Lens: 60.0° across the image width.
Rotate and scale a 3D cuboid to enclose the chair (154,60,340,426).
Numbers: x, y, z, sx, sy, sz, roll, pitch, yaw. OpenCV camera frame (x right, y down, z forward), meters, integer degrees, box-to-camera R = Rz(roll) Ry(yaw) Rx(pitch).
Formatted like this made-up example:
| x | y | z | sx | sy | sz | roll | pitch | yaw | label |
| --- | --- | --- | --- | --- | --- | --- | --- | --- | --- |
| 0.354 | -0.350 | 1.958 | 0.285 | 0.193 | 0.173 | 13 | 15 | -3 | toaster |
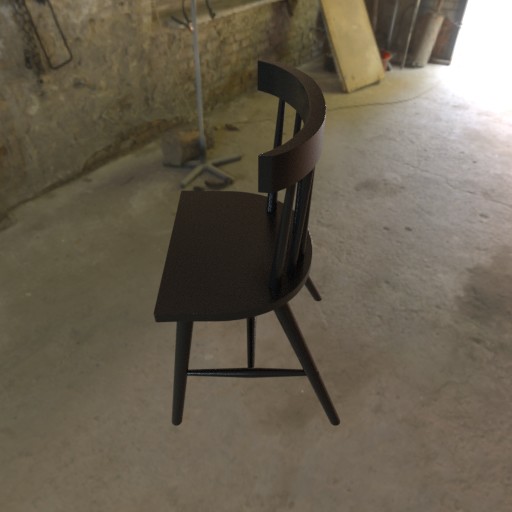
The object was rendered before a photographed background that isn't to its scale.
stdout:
| x | y | z | sx | sy | sz | roll | pitch | yaw | label |
| --- | --- | --- | --- | --- | --- | --- | --- | --- | --- |
| 0.000 | 0.000 | 1.167 | 0.483 | 0.844 | 0.506 | 0 | 42 | 0 | chair |
